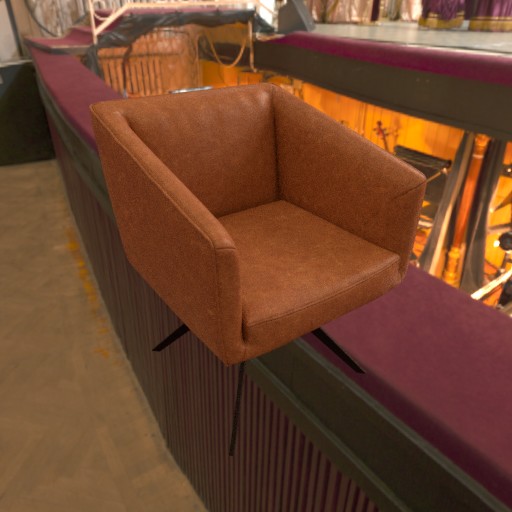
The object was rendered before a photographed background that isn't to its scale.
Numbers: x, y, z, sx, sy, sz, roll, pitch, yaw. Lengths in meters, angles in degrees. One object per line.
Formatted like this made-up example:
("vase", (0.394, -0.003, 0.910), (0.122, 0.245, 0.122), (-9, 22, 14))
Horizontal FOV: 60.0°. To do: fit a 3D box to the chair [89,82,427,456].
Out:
("chair", (0.000, 0.000, 1.196), (0.588, 0.760, 0.625), (-20, 35, -30))
